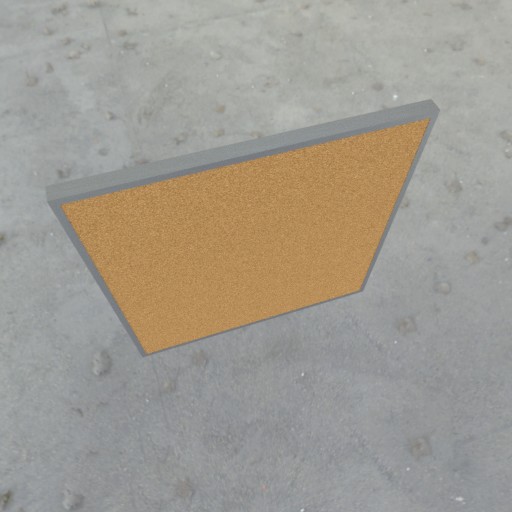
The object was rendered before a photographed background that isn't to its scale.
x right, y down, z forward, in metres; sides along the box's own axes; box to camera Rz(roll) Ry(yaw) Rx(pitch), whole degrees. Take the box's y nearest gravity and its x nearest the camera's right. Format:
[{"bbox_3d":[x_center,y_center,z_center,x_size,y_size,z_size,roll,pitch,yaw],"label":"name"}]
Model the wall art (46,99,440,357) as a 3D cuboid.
[{"bbox_3d":[0.000,0.000,1.217,0.806,0.806,0.038,-15,58,-10],"label":"wall art"}]
